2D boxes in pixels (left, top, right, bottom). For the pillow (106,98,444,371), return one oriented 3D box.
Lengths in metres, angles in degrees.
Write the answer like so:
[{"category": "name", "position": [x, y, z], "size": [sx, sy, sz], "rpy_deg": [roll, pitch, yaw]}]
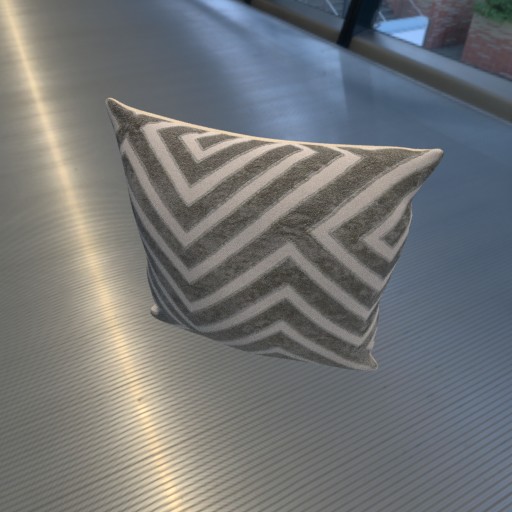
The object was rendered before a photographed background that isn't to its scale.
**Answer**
[{"category": "pillow", "position": [0.000, 0.000, 0.679], "size": [0.440, 0.441, 0.182], "rpy_deg": [12, 43, 13]}]
